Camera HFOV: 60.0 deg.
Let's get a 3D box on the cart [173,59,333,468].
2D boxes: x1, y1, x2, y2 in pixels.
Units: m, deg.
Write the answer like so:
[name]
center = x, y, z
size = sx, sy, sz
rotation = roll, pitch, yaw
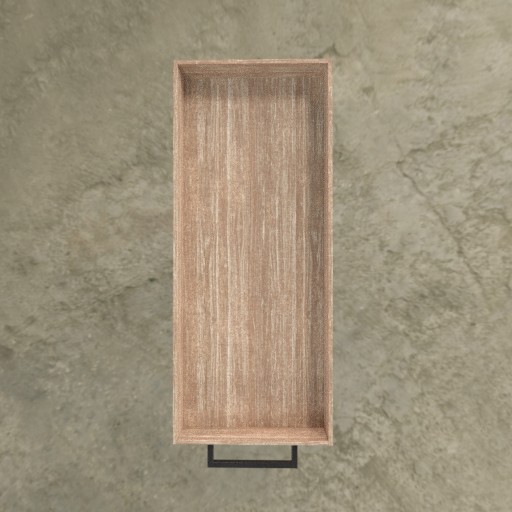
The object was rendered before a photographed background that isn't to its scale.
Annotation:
[cart]
center = 0.000, 0.000, 1.497
size = 0.500, 0.787, 1.101
rotation = 0, 90, 1
